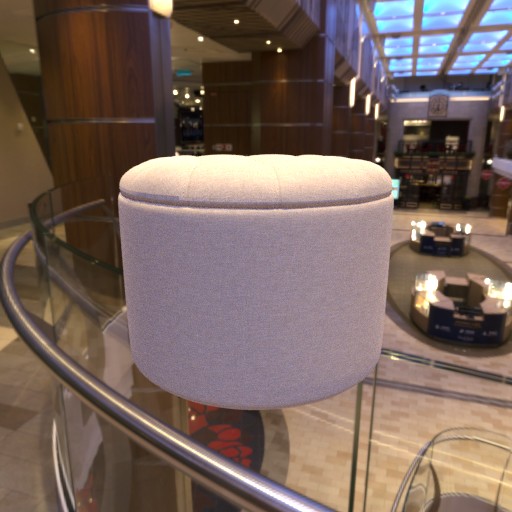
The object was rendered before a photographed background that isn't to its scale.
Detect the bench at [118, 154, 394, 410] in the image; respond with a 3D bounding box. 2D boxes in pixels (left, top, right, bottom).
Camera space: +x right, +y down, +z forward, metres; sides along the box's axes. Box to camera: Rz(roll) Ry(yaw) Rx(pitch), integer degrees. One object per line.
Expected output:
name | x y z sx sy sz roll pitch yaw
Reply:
bench | 0.000 0.000 1.042 0.600 0.454 0.600 0 15 0
